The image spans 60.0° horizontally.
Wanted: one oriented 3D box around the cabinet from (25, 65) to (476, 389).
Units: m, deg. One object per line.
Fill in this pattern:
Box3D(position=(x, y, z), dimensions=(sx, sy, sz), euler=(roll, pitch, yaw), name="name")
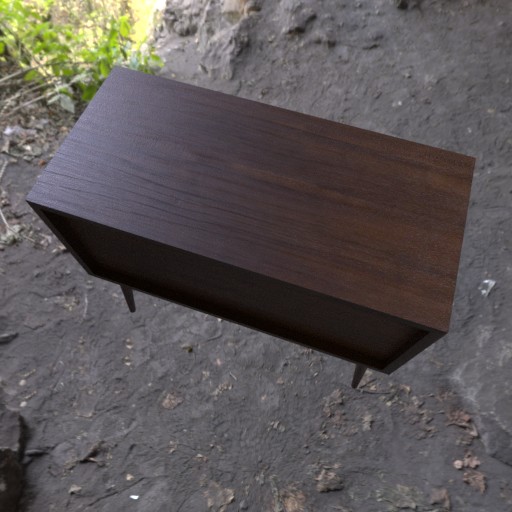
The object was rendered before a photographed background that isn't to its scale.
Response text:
Box3D(position=(0.000, 0.000, 1.098), dimensions=(0.743, 0.654, 0.354), euler=(17, 65, 8), name="cabinet")
